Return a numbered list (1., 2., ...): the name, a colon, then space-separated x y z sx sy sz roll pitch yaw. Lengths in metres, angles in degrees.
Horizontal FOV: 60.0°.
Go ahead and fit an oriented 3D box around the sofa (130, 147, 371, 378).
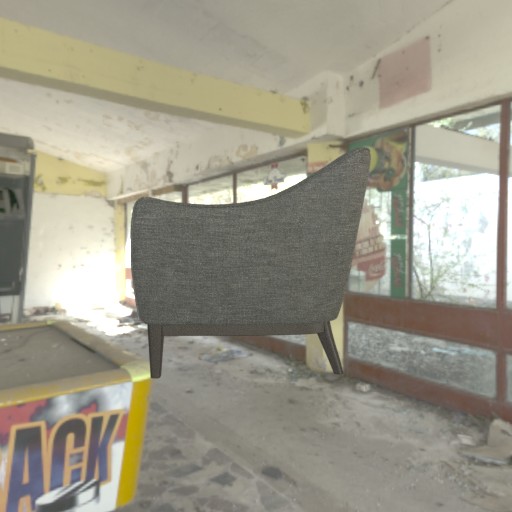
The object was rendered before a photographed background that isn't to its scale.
1. sofa: 0.000 0.000 2.434 0.867 0.829 1.928 0 1 0
